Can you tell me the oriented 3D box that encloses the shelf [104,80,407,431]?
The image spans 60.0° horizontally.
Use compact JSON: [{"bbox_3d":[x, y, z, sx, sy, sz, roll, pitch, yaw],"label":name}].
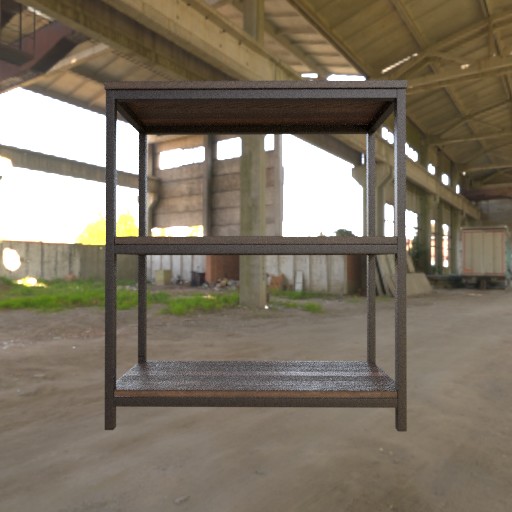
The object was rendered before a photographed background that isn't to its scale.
[{"bbox_3d":[0.000,0.000,1.373,0.822,0.947,0.352,0,-1,1],"label":"shelf"}]
